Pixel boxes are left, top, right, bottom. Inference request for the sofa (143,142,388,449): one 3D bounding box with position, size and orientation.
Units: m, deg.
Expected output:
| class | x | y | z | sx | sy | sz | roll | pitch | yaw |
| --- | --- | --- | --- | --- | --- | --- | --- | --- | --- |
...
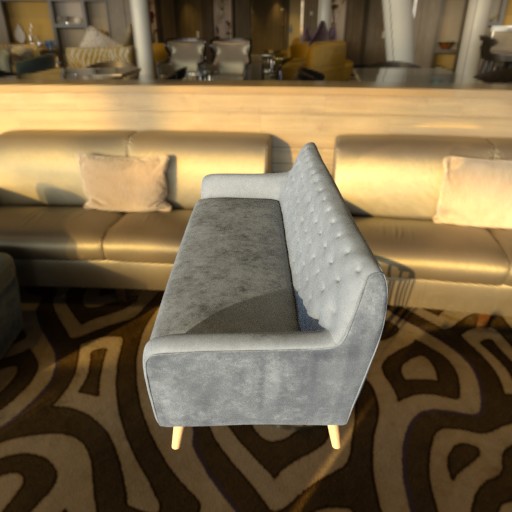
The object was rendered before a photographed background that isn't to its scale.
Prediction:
| class | x | y | z | sx | sy | sz | roll | pitch | yaw |
| --- | --- | --- | --- | --- | --- | --- | --- | --- | --- |
| sofa | 0.000 | 0.000 | 2.374 | 0.841 | 0.832 | 1.975 | 0 | 27 | 0 |
